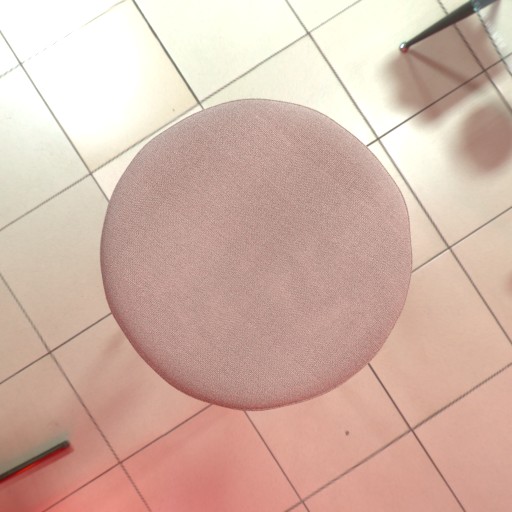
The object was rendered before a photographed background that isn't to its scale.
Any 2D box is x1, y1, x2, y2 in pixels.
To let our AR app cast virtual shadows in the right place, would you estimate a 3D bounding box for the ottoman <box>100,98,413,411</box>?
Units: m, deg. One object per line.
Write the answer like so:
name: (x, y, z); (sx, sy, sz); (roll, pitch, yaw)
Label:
ottoman: (0.000, 0.000, 0.866); (0.497, 0.409, 0.497); (0, 89, 0)
